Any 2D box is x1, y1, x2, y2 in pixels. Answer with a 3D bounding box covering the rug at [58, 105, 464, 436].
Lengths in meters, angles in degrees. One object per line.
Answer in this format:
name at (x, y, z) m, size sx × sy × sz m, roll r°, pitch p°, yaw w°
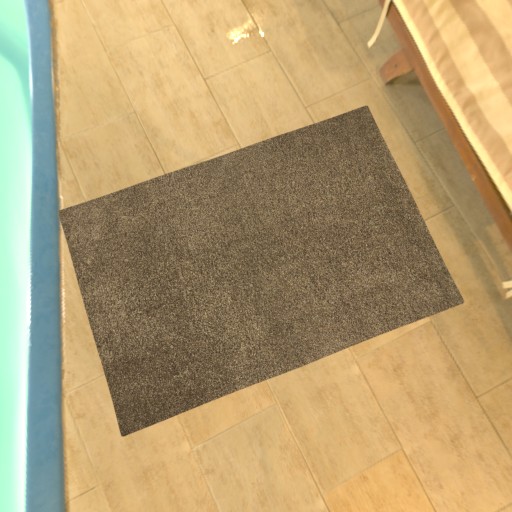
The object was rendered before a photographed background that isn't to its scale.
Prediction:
rug at (0.000, 0.000, 3.448) m, size 2.699 × 0.026 × 1.802 m, roll -20°, pitch 77°, yaw -5°
